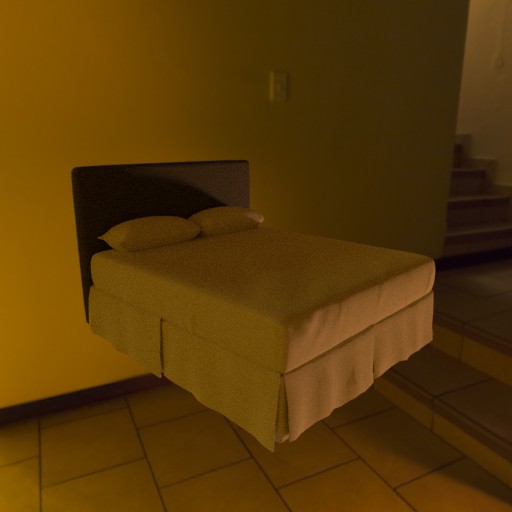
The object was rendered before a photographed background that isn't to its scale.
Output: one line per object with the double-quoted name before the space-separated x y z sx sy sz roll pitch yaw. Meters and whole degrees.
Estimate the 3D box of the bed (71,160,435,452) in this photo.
"bed" 0.000 0.000 3.357 2.142 1.330 1.884 14 20 42
